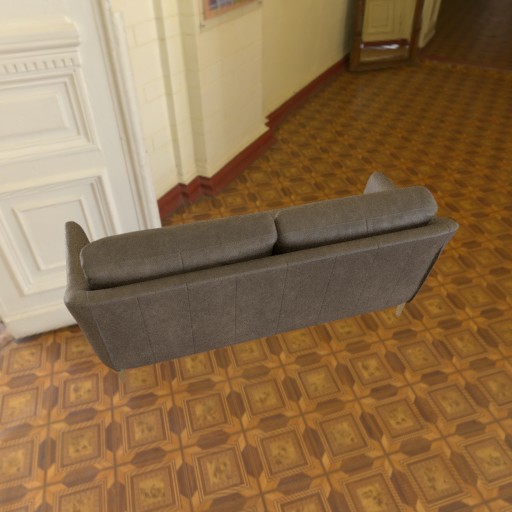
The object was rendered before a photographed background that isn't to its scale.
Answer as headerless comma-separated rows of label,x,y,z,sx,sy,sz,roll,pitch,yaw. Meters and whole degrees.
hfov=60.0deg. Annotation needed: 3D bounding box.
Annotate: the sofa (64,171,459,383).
sofa,0.000,0.000,2.531,2.036,0.902,0.960,-11,42,-13
